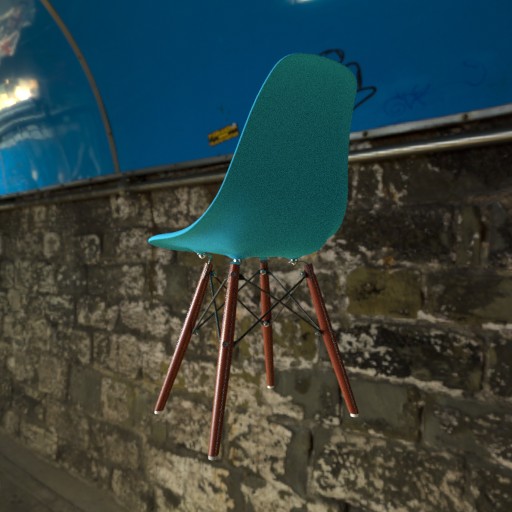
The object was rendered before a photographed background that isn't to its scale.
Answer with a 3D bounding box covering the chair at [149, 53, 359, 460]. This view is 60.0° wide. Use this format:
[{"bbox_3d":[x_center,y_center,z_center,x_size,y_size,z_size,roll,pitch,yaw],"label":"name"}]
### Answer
[{"bbox_3d":[0.000,0.000,1.142,0.470,0.826,0.533,0,0,-37],"label":"chair"}]
